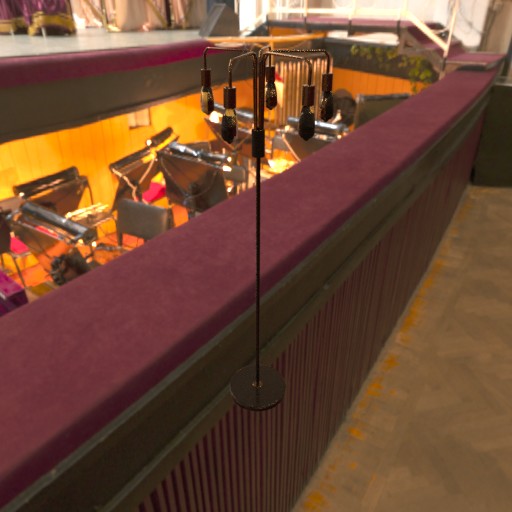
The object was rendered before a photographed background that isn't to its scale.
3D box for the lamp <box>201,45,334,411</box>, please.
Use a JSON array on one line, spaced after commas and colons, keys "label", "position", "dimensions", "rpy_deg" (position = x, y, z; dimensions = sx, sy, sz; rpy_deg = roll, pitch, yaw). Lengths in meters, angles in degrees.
[{"label": "lamp", "position": [0.000, 0.000, 2.034], "dimensions": [0.599, 1.721, 0.572], "rpy_deg": [21, 36, 31]}]
